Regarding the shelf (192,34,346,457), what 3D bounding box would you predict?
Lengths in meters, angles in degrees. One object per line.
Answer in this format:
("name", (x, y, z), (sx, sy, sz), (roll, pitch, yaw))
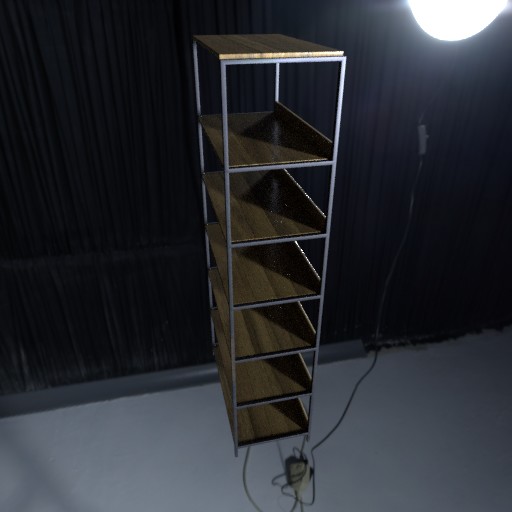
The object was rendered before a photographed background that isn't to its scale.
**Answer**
("shelf", (0.000, 0.000, 2.311), (0.431, 2.015, 0.847), (-7, 31, -11))
